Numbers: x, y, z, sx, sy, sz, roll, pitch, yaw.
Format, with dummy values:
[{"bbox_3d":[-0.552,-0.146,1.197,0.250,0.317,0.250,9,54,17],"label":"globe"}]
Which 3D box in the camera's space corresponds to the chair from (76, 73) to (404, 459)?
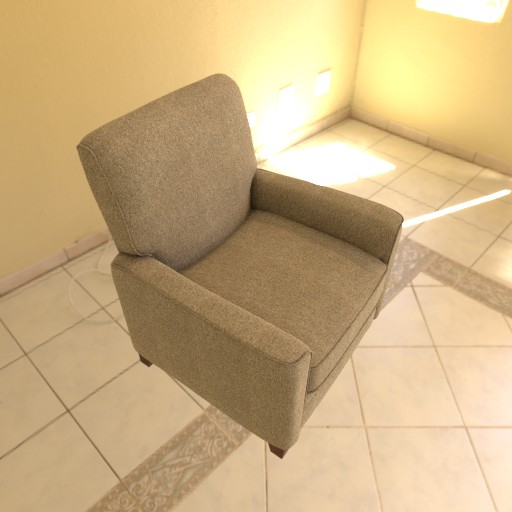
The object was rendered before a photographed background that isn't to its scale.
[{"bbox_3d":[0.000,0.000,1.632,0.858,1.028,0.841,25,48,25],"label":"chair"}]
